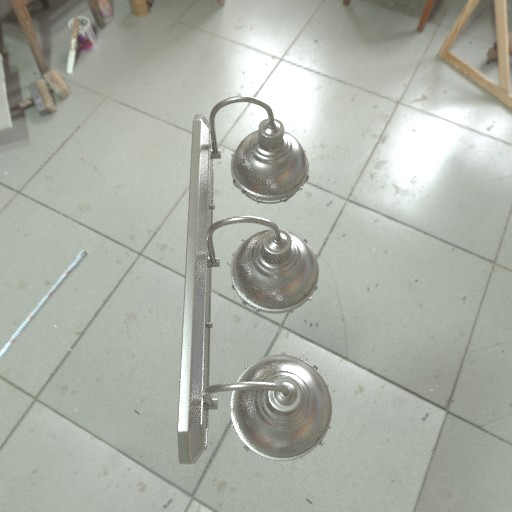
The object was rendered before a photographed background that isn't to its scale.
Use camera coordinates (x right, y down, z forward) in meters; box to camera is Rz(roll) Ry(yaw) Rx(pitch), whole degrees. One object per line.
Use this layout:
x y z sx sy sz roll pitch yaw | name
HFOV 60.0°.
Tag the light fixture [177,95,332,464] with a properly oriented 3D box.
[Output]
0.000 0.000 0.753 0.229 0.254 0.634 -1 64 -1 | light fixture
